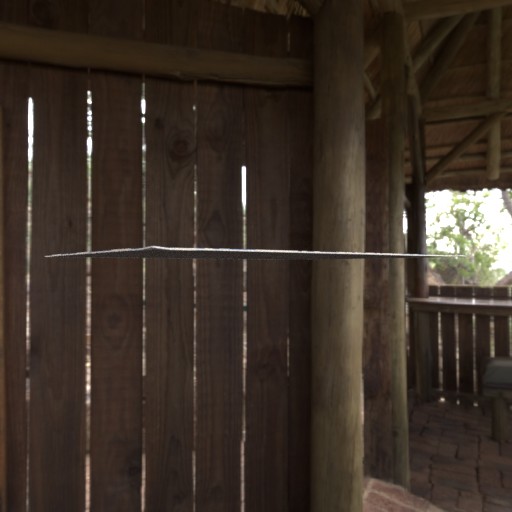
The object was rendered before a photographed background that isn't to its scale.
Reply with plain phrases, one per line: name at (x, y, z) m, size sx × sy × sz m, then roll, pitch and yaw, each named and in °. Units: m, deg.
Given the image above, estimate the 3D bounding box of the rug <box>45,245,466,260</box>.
rug at (0.000, 0.000, 4.235) m, size 3.228 × 0.024 × 2.443 m, roll 1°, pitch -2°, yaw -37°
